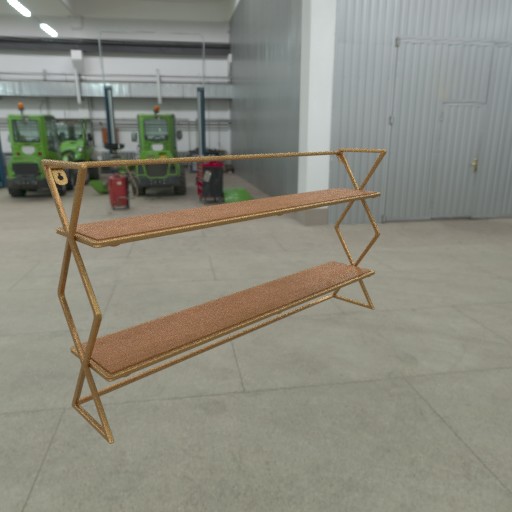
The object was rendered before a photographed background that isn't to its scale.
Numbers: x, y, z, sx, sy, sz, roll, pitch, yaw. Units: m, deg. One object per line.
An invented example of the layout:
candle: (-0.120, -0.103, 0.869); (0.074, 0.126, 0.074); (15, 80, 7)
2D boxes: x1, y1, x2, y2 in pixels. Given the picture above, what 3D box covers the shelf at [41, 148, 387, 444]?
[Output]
shelf: (0.000, 0.000, 0.995); (0.822, 0.450, 0.150); (-15, 21, -43)
